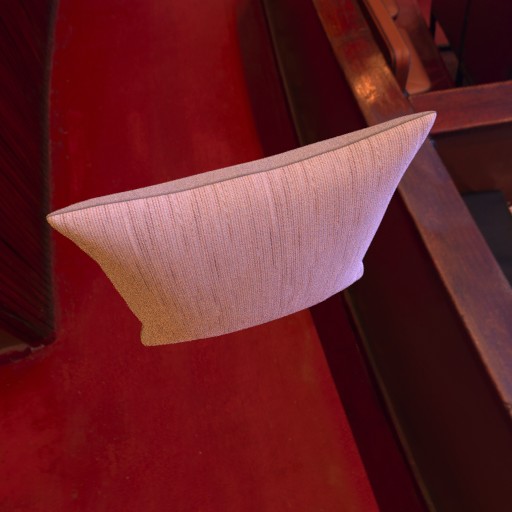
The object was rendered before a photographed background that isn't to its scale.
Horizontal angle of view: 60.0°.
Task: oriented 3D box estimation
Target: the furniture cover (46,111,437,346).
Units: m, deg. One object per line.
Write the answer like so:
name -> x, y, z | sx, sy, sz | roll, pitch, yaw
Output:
furniture cover -> 0.000, 0.000, 0.763 | 0.512, 0.506, 0.178 | -17, 64, -8
